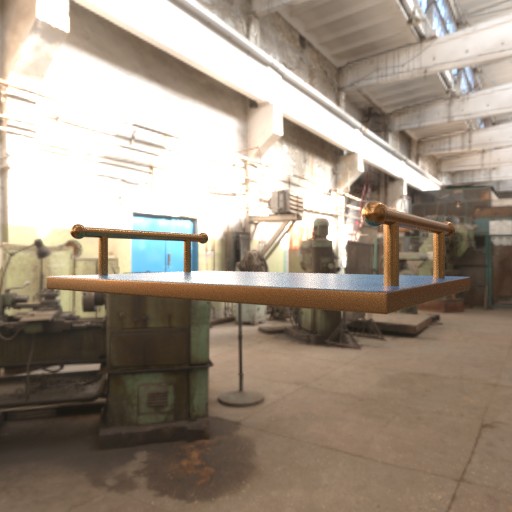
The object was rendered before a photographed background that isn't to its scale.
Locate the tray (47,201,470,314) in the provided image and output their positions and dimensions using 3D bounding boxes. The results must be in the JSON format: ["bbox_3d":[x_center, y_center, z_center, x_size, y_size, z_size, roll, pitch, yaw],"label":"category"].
[{"bbox_3d":[0.000,0.000,0.561,0.444,0.084,0.304,0,0,36],"label":"tray"}]
